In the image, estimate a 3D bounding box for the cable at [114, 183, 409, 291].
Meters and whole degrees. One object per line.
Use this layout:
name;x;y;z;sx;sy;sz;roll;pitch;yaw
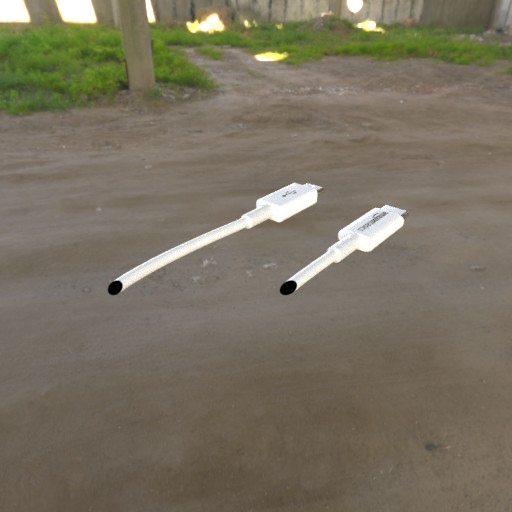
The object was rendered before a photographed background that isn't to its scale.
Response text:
cable;0.000;0.000;0.112;0.040;0.006;0.098;23;37;34
